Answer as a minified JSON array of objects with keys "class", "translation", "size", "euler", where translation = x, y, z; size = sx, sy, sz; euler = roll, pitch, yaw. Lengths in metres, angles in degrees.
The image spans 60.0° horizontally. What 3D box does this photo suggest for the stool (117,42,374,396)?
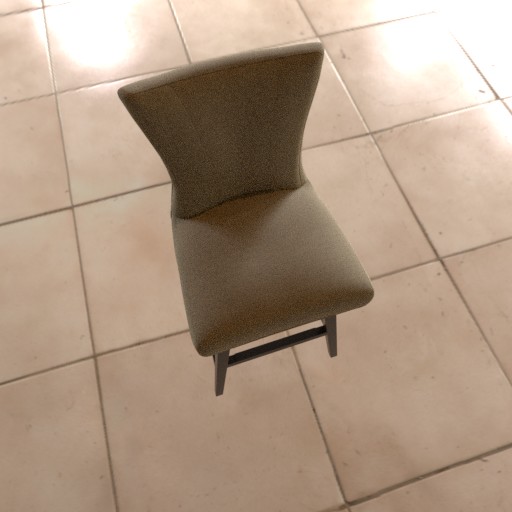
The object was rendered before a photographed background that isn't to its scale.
[{"class":"stool","translation":[0.000,0.000,1.409],"size":[0.514,1.086,0.574],"euler":[-16,64,-8]}]
